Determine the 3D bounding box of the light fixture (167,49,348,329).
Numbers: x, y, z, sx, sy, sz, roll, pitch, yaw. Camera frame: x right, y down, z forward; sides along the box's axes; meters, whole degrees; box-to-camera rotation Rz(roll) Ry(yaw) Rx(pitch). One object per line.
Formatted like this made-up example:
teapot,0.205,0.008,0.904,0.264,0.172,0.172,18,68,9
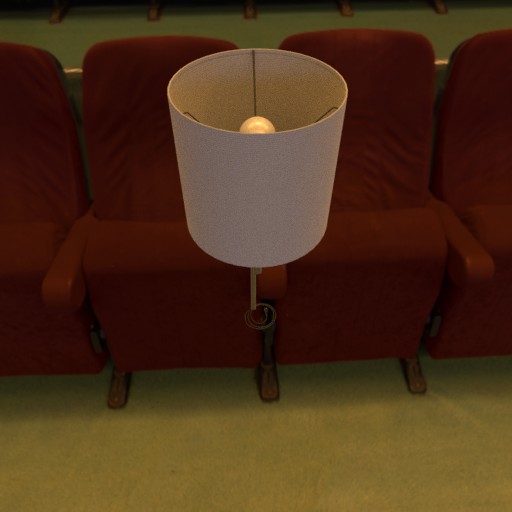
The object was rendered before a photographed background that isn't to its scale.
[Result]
light fixture,0.000,0.000,0.701,0.188,0.589,0.248,-2,47,-2
